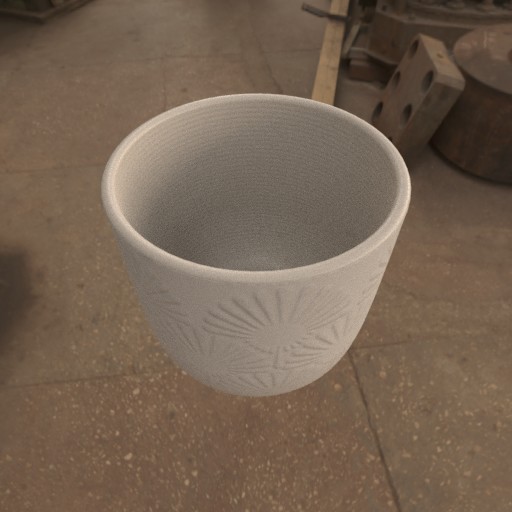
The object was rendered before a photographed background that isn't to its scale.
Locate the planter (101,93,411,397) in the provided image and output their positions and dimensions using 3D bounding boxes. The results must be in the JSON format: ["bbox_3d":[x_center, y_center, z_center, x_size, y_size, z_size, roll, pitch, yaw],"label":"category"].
[{"bbox_3d":[0.000,0.000,0.220,0.124,0.109,0.124,0,47,0],"label":"planter"}]
